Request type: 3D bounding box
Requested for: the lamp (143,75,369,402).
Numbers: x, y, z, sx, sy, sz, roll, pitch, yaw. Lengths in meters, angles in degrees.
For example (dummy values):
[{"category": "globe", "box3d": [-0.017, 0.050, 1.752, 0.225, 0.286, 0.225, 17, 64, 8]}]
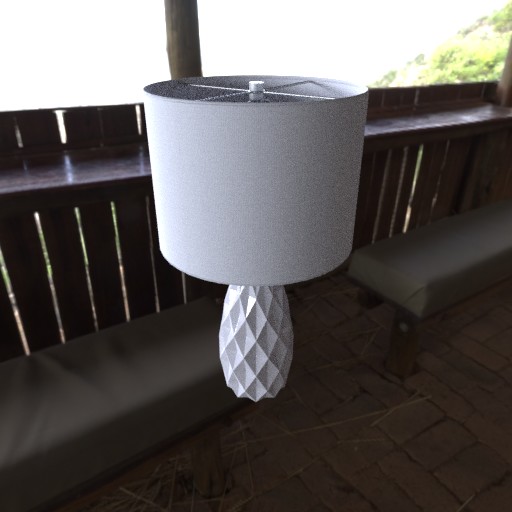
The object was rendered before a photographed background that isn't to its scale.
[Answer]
[{"category": "lamp", "box3d": [0.000, 0.000, 0.712, 0.297, 0.522, 0.297, 0, 27, 0]}]
